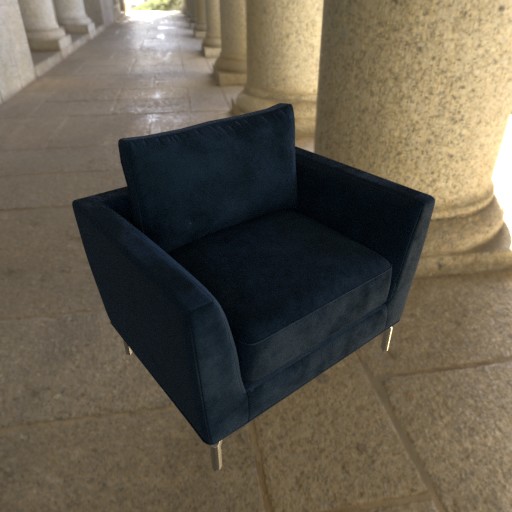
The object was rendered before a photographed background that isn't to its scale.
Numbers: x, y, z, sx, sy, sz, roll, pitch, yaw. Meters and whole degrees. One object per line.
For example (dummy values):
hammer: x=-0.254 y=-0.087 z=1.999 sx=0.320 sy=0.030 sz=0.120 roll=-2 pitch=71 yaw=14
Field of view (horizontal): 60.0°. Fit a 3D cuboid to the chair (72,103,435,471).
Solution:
chair: x=0.000 y=0.000 z=1.580 sx=0.977 sy=0.893 sz=0.746 roll=-23 pitch=39 yaw=-32
